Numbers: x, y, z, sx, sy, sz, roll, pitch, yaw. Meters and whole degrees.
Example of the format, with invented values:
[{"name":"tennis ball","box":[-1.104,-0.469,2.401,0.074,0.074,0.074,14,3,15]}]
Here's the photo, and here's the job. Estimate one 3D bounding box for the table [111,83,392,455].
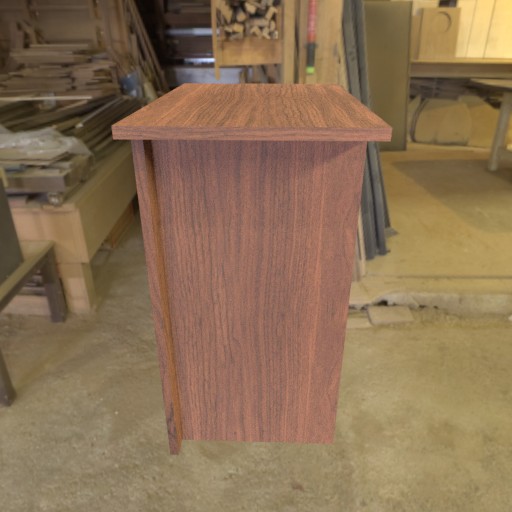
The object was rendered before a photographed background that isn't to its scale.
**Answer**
[{"name":"table","box":[0.000,0.000,1.056,0.406,0.711,0.589,1,27,2]}]
